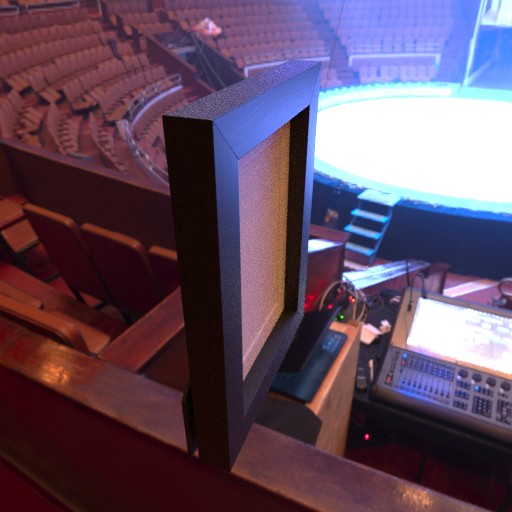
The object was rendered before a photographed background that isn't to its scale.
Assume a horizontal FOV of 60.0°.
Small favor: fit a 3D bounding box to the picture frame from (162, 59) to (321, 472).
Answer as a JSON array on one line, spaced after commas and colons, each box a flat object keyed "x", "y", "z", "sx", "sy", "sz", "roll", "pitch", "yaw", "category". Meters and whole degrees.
[{"x": 0.000, "y": 0.000, "z": 0.278, "sx": 0.028, "sy": 0.208, "sz": 0.157, "roll": 11, "pitch": 33, "yaw": 18, "category": "picture frame"}]
